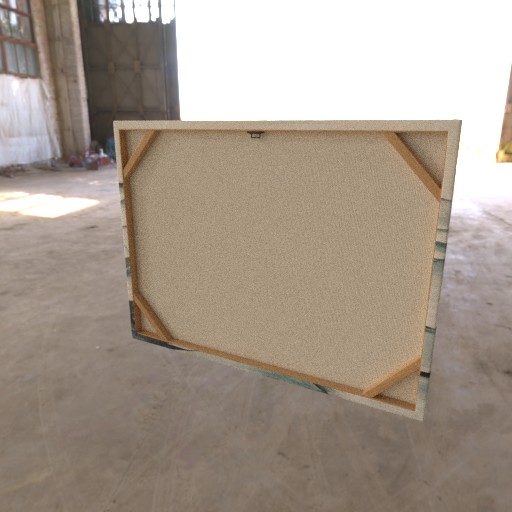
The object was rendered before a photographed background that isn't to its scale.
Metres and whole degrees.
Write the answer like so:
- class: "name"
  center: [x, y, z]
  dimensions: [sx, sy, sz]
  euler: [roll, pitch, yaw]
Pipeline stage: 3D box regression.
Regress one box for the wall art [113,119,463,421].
- class: "wall art"
  center: [0.000, 0.000, 1.560]
  dimensions: [1.219, 0.915, 0.039]
  euler: [9, 19, 27]
